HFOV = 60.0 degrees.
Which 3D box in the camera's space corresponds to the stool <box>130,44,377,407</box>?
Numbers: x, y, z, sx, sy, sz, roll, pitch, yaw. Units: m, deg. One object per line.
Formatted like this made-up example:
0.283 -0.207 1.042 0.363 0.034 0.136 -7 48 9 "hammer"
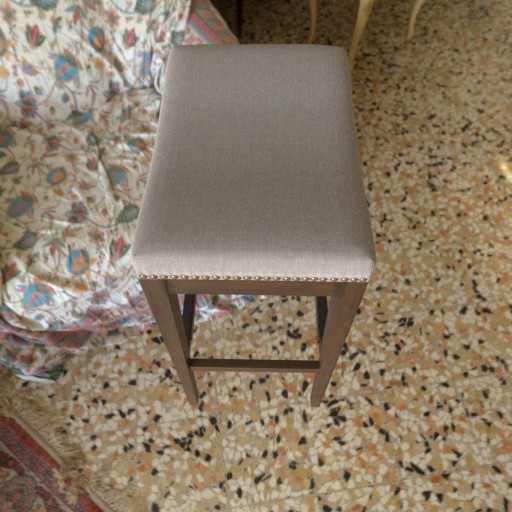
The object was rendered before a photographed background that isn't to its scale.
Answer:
0.000 0.000 1.022 0.356 0.762 0.508 1 59 1 "stool"
